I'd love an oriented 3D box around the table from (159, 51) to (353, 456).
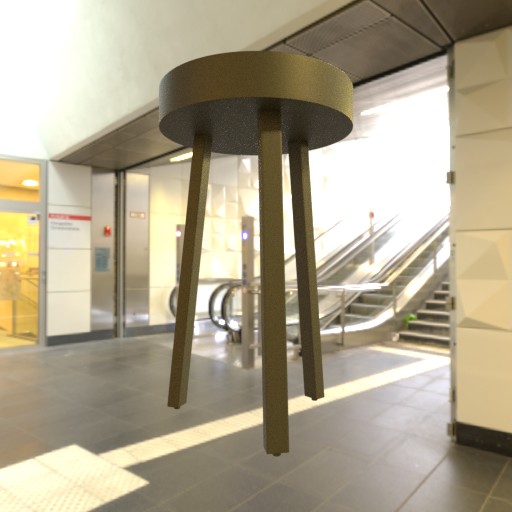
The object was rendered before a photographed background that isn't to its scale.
[{"bbox_3d":[0.000,0.000,0.945,0.406,0.686,0.406,0,-1,20],"label":"table"}]
